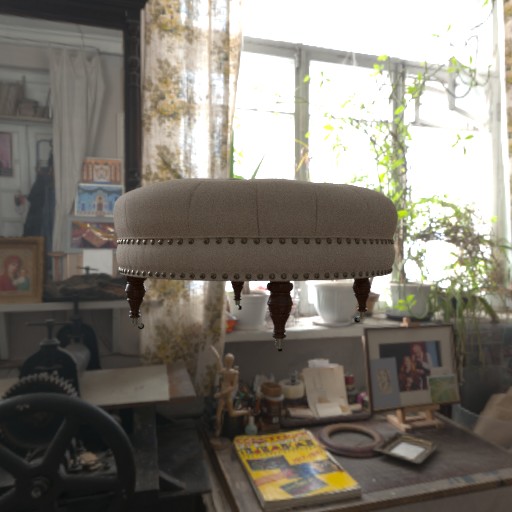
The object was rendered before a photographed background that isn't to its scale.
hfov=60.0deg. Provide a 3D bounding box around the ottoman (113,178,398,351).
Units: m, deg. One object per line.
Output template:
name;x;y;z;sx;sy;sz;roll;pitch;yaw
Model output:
ottoman;0.000;0.000;1.529;0.940;0.483;0.940;0;1;0
